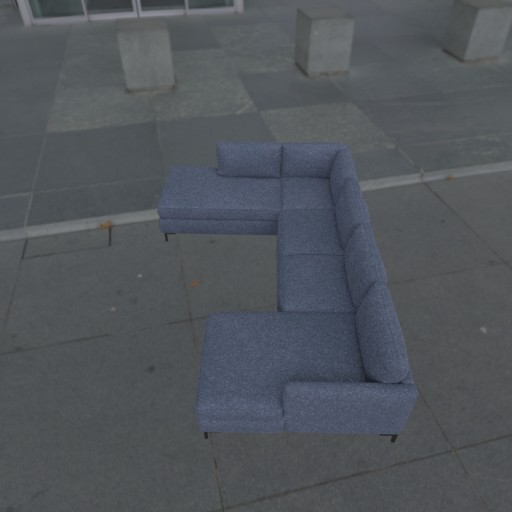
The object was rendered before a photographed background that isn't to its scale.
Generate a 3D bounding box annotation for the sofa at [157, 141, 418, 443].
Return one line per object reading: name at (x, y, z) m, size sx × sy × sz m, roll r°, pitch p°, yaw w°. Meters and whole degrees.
sofa at (0.000, 0.000, 3.842) m, size 2.007 × 0.813 × 2.956 m, roll 1°, pitch 42°, yaw 1°
